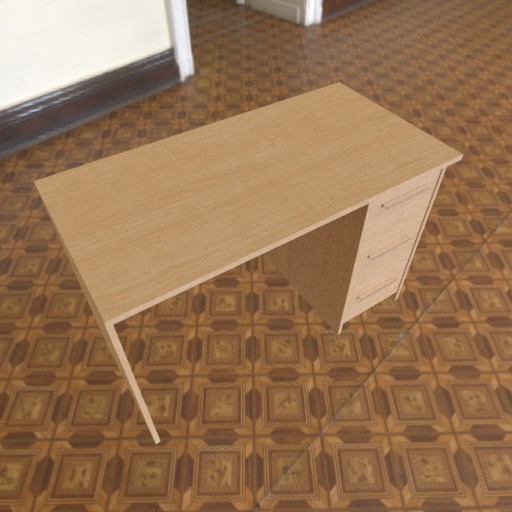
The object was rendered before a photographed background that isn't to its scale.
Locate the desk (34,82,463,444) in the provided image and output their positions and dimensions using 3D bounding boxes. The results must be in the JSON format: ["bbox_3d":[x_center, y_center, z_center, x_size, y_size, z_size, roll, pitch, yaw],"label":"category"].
[{"bbox_3d":[0.000,0.000,1.530,1.097,0.735,0.560,-25,52,-22],"label":"desk"}]
